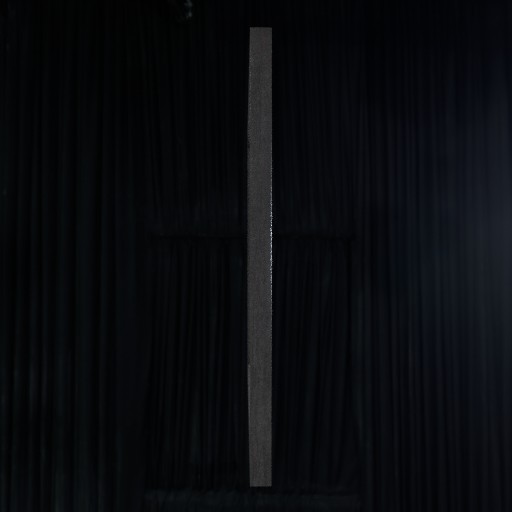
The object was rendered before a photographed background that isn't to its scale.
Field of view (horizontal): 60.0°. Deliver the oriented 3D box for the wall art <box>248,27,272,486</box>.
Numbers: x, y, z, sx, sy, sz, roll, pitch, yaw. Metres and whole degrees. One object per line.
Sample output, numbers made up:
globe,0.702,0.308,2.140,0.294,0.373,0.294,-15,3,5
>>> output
wall art,0.000,0.000,0.800,0.027,0.580,0.479,0,1,-1
